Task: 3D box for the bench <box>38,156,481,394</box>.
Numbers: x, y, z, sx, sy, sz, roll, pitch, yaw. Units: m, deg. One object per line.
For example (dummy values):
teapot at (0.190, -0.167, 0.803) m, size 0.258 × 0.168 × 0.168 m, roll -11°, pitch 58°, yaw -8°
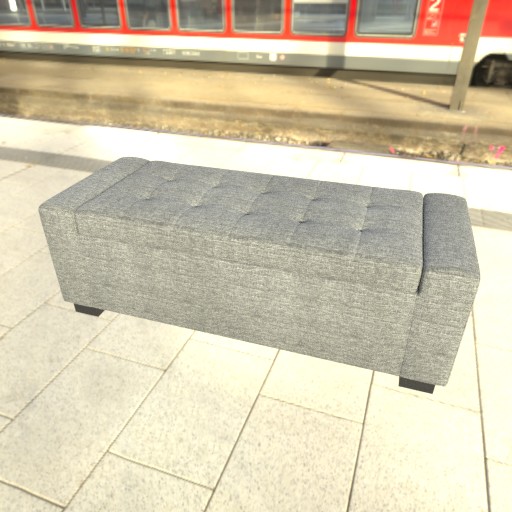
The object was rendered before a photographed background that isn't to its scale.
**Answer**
bench at (0.000, 0.000, 1.531) m, size 1.296 × 0.445 × 0.508 m, roll 10°, pitch 33°, yaw 15°
